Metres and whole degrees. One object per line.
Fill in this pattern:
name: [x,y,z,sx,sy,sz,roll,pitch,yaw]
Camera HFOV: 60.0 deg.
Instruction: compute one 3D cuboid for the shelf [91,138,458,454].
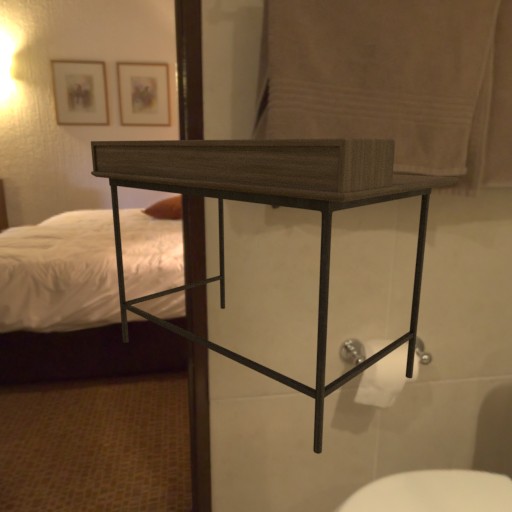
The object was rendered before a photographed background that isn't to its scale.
shelf: [0.000,0.000,1.721,1.212,0.865,0.685,13,19,42]
